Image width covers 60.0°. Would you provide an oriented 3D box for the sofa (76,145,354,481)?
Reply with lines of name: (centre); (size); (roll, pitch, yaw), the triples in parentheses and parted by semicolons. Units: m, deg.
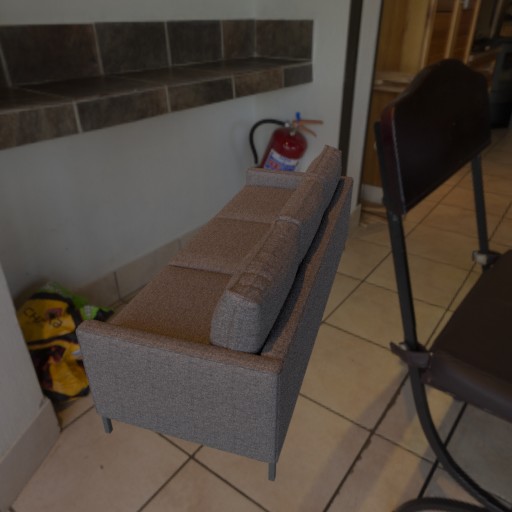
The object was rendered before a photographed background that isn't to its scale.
sofa: (0.000, 0.000, 2.672); (0.876, 0.882, 2.253); (9, 30, 15)
